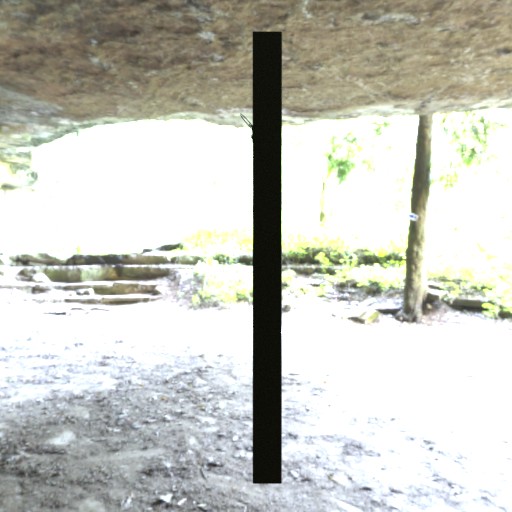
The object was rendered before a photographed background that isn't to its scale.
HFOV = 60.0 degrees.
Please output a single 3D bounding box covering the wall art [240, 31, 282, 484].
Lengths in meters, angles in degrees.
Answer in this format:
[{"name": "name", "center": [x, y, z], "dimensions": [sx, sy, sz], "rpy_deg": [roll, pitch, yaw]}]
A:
[{"name": "wall art", "center": [0.000, 0.000, 0.516], "dimensions": [0.038, 0.349, 0.349], "rpy_deg": [0, 1, 0]}]
